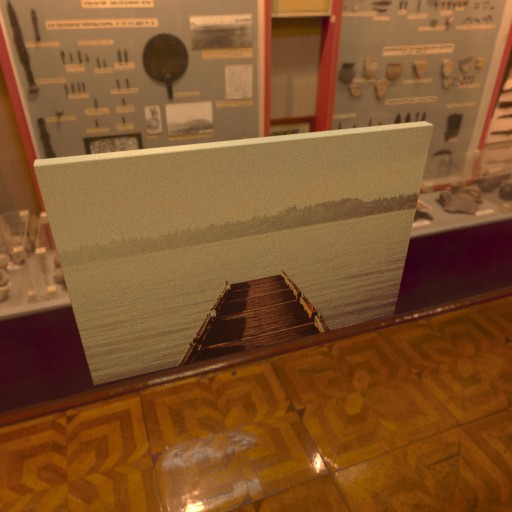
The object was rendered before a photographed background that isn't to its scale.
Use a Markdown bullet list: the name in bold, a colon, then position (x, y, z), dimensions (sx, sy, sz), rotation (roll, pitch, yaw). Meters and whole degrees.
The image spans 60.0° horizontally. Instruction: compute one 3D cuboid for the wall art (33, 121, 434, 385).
- **wall art**: position (0.000, 0.000, 1.149), dimensions (0.916, 0.609, 0.037), rotation (-10, 33, -15)
